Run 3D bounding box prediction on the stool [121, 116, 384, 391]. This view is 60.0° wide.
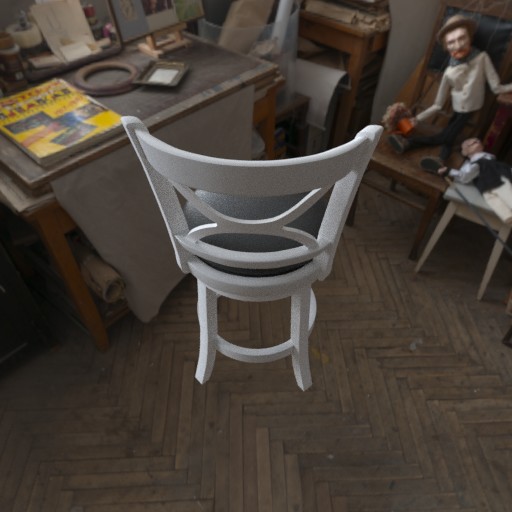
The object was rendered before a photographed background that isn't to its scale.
[{"bbox_3d":[0.000,0.000,1.188,0.444,0.953,0.508,3,46,3],"label":"stool"}]
